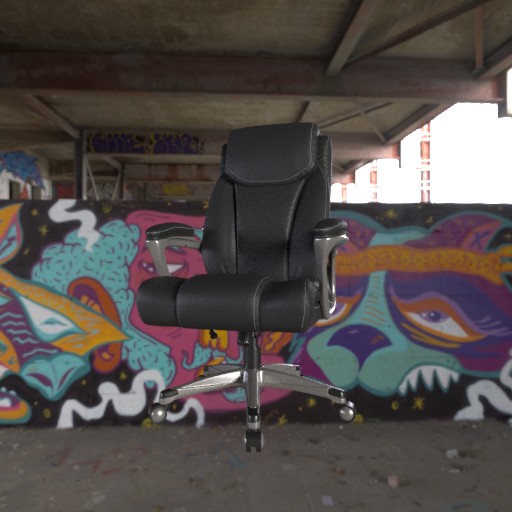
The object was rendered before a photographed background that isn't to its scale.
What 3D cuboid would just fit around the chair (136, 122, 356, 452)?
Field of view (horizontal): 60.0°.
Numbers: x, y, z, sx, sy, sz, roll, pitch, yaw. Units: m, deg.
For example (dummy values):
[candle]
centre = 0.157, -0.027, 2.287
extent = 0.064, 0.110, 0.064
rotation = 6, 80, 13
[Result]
[chair]
centre = 0.000, 0.000, 1.679
extent = 0.741, 1.167, 0.784
rotation = 0, 0, 17
